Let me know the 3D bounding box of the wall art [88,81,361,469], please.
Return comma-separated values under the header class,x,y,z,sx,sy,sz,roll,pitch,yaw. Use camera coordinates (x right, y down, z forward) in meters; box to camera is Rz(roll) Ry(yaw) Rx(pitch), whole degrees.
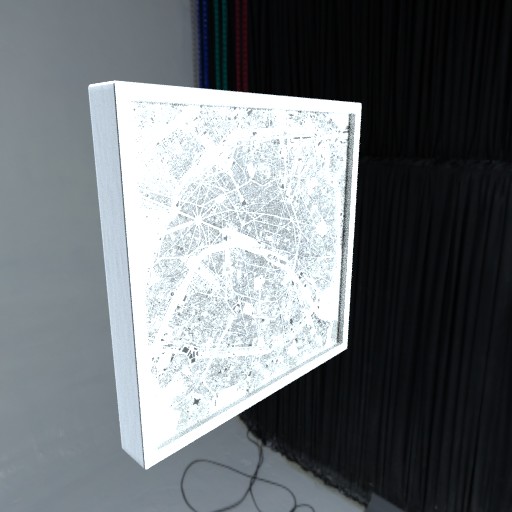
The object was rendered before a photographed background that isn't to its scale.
class,x,y,z,sx,sy,sz,roll,pitch,yaw
wall art,0.000,0.000,0.448,0.038,0.305,0.305,14,21,42
